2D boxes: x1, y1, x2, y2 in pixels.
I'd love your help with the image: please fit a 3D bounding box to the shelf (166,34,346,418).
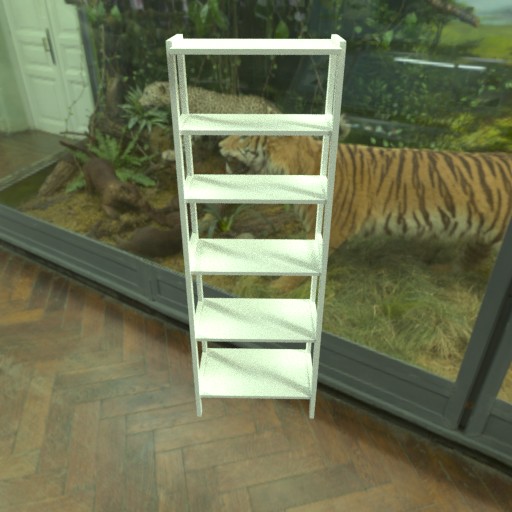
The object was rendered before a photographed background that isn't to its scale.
[{"bbox_3d":[0.000,0.000,2.145,0.660,1.892,0.381,1,32,1],"label":"shelf"}]
